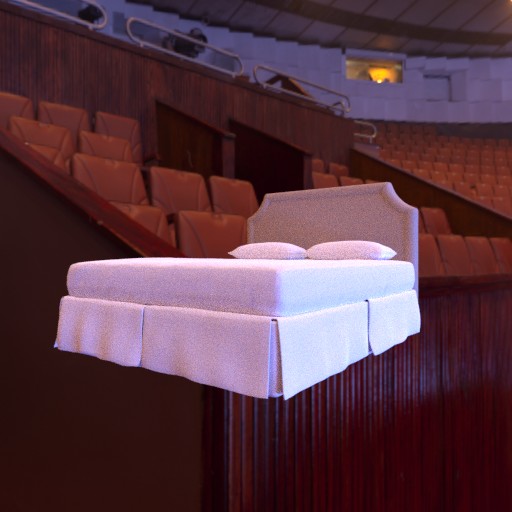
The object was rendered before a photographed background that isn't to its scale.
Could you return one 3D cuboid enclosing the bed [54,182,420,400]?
[{"bbox_3d":[0.000,0.000,4.175,2.350,1.590,2.773,0,0,36],"label":"bed"}]
